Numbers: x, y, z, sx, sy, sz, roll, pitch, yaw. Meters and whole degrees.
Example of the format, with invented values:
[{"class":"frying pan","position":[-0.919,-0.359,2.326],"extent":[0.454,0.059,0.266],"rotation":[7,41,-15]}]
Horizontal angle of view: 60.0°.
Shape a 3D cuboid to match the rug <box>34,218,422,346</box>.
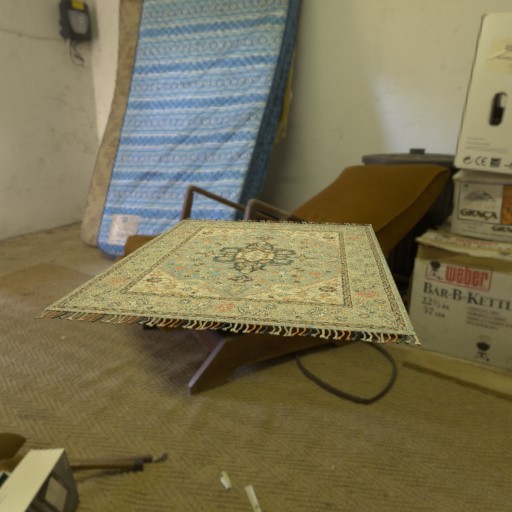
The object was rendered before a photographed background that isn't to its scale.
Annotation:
[{"class":"rug","position":[0.000,0.000,3.435],"extent":[1.971,0.010,2.651],"rotation":[3,17,9]}]
